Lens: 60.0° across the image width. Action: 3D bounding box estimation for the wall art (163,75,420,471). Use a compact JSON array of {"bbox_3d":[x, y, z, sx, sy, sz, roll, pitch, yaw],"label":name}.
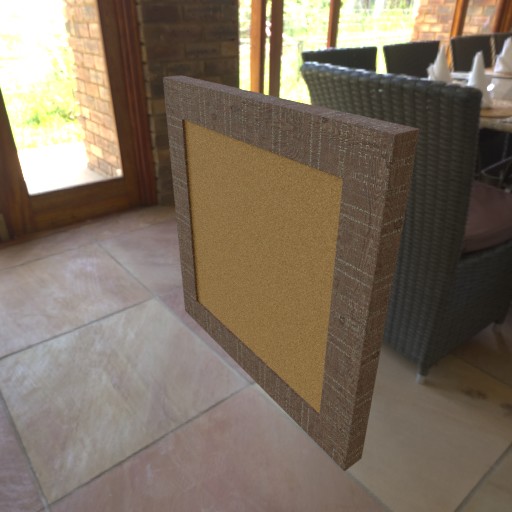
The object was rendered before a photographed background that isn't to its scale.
[{"bbox_3d":[0.000,0.000,0.772,0.040,0.531,0.531,-20,35,-31],"label":"wall art"}]
